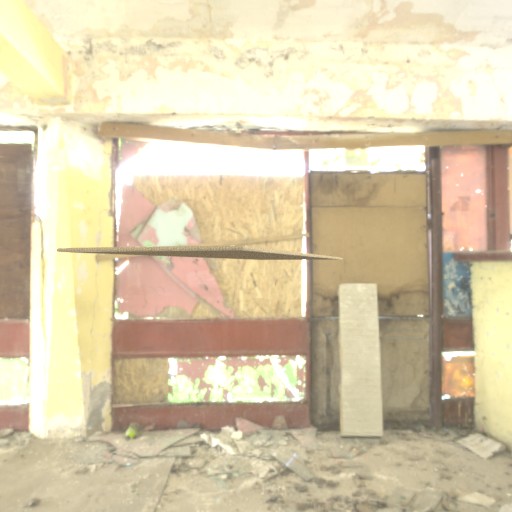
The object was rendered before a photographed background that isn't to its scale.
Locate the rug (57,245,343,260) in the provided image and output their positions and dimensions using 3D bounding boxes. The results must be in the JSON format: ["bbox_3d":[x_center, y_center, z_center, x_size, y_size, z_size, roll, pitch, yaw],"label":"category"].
[{"bbox_3d":[0.000,0.000,2.474,0.678,0.014,2.276,0,-1,18],"label":"rug"}]
